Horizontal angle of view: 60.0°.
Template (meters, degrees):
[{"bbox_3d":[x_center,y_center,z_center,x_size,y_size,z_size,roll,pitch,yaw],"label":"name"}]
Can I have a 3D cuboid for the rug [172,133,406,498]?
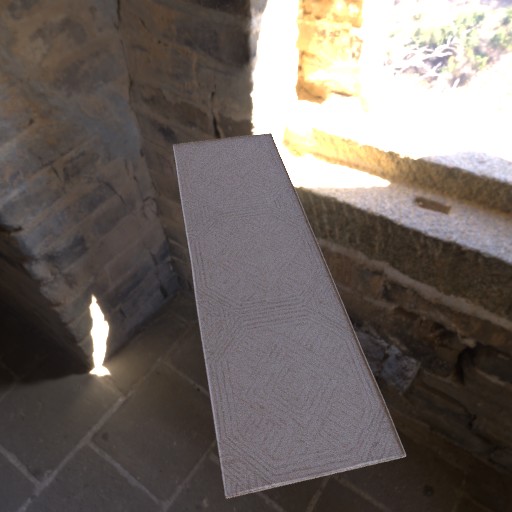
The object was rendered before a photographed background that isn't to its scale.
[{"bbox_3d":[0.000,0.000,2.596,0.775,0.012,2.452,-9,49,-8],"label":"rug"}]
